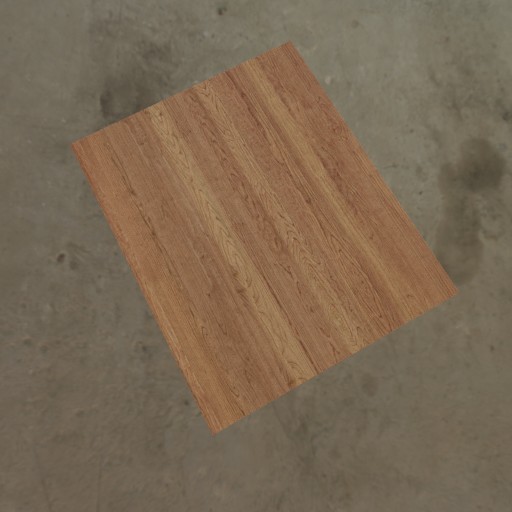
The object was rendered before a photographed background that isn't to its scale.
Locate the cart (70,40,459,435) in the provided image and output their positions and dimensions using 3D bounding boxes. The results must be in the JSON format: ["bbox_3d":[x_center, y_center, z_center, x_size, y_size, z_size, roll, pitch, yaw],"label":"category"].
[{"bbox_3d":[0.000,0.000,1.097,0.558,0.603,0.666,-28,77,-7],"label":"cart"}]
